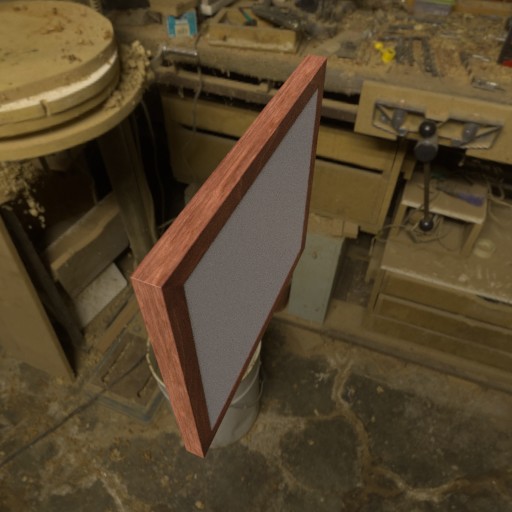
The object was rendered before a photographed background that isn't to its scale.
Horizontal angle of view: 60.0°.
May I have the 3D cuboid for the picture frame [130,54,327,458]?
[{"bbox_3d":[0.000,0.000,0.536,0.025,0.330,0.381,17,50,15],"label":"picture frame"}]
